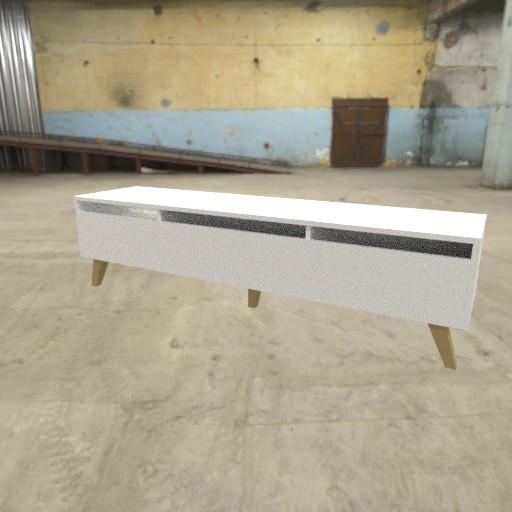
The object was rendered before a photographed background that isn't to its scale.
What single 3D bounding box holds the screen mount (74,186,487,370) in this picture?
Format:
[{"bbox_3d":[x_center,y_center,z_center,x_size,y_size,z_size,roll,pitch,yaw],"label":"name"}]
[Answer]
[{"bbox_3d":[0.000,0.000,1.839,1.644,0.432,0.399,9,18,27],"label":"screen mount"}]
